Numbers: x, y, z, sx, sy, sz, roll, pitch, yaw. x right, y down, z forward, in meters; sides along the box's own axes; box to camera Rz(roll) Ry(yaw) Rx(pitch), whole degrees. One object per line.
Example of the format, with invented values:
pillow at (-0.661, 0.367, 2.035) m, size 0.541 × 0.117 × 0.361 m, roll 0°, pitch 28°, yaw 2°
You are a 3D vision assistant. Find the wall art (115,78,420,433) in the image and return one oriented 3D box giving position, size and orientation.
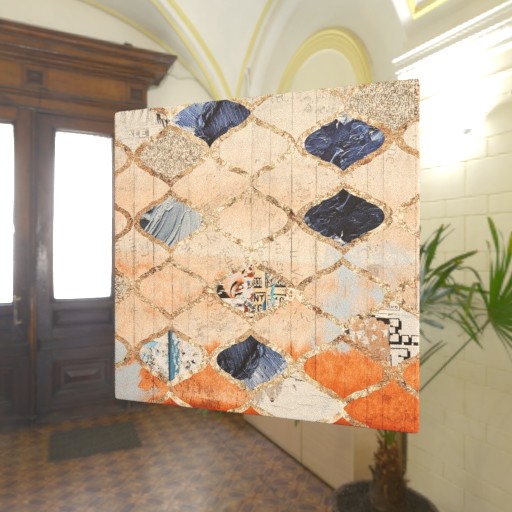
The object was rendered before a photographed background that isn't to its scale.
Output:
wall art at (0.000, 0.000, 0.440) m, size 0.303 × 0.304 × 0.036 m, roll 0°, pitch 0°, yaw 18°
